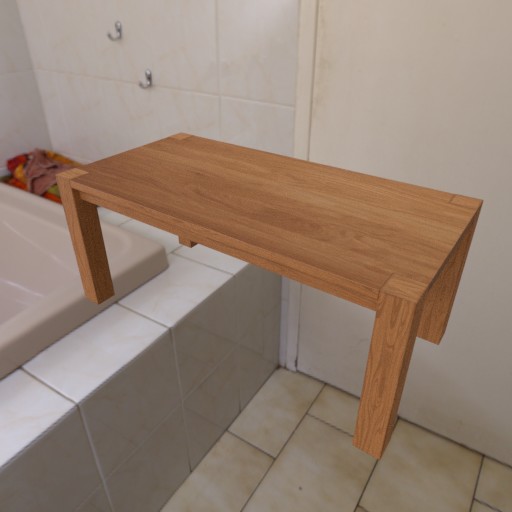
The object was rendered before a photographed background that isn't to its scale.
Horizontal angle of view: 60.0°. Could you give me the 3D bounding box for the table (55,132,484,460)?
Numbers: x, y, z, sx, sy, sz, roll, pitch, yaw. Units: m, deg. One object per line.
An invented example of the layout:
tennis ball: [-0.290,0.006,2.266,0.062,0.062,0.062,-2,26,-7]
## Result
table: [0.000,0.000,2.262,1.800,0.760,0.900,20,37,29]
